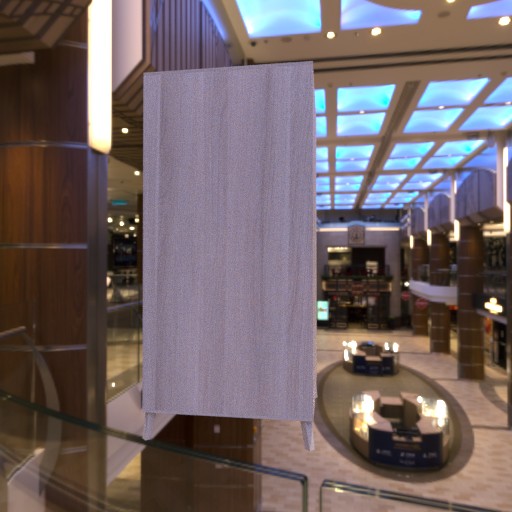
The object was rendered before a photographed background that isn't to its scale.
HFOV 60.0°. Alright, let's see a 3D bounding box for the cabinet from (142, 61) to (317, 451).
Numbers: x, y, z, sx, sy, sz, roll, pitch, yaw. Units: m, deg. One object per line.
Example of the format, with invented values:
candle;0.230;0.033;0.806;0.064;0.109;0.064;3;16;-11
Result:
cabinet;0.000;0.000;2.616;1.272;1.957;0.969;1;-1;-36
